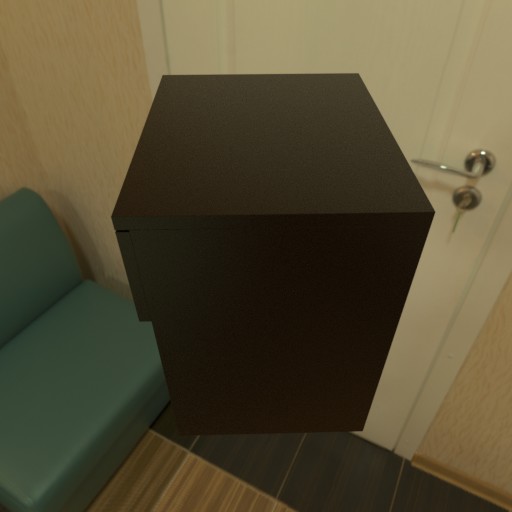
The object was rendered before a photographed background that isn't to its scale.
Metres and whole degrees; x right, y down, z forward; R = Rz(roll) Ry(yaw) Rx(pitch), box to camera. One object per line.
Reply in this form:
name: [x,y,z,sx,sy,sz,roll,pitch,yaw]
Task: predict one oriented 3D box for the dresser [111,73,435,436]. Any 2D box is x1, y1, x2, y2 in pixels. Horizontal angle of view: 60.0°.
dresser: [0.000,0.000,0.759,0.360,0.470,0.400,-1,42,-1]
